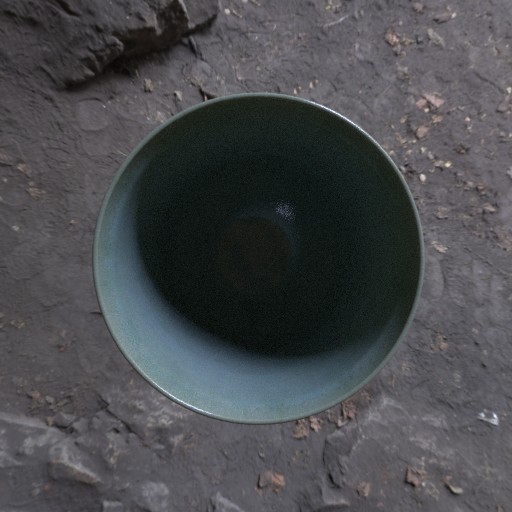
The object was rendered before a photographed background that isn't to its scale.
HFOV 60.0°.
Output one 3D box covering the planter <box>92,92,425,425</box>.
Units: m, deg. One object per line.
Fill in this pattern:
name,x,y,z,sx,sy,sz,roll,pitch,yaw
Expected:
planter,0.000,0.000,0.487,0.266,0.270,0.266,0,92,-1
